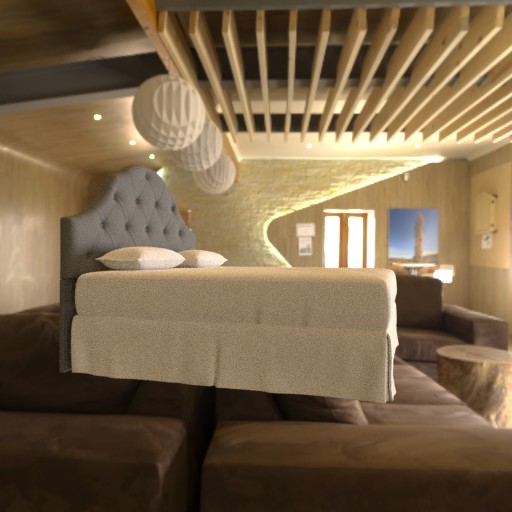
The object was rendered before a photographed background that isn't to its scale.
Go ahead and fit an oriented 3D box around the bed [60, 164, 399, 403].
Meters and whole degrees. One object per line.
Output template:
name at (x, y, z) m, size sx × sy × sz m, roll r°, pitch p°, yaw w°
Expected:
bed at (0.000, 0.000, 3.639) m, size 2.214 × 1.615 × 2.008 m, roll 0°, pitch 0°, yaw 18°
